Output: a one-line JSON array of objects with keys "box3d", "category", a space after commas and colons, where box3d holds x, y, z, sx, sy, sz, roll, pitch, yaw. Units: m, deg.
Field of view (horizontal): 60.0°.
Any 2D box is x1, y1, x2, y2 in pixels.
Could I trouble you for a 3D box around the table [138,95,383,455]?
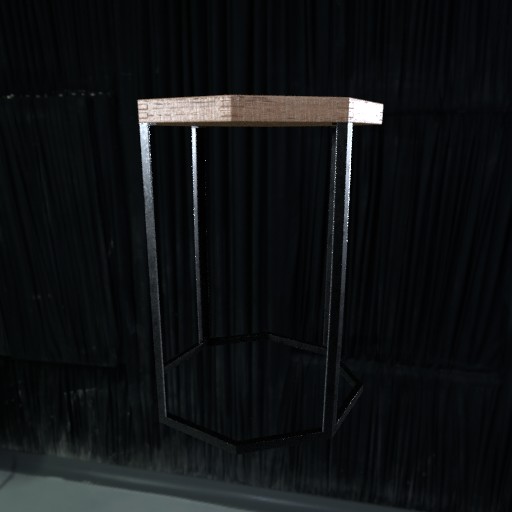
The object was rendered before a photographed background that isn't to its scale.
[{"box3d": [0.000, 0.000, 0.857, 0.437, 0.553, 0.437, 2, 16, 8], "category": "table"}]
